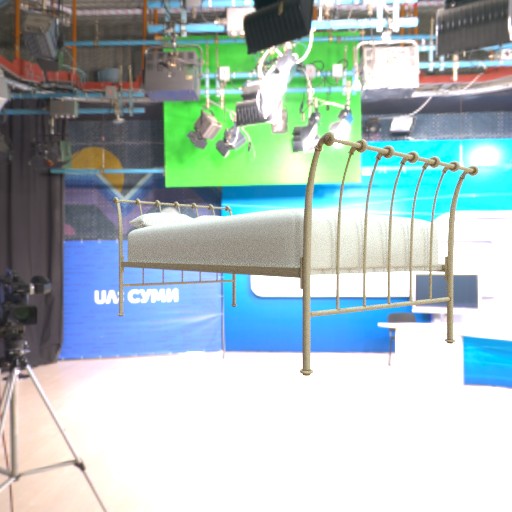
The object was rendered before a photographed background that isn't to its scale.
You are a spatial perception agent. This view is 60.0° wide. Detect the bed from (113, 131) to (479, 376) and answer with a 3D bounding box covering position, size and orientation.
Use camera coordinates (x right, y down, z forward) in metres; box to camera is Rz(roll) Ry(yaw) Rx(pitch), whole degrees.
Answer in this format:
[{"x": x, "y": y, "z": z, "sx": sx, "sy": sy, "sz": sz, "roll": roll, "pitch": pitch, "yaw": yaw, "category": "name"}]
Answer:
[{"x": 0.000, "y": 0.000, "z": 2.709, "sx": 1.032, "sy": 0.873, "sz": 2.228, "roll": 0, "pitch": 0, "yaw": -37, "category": "bed"}]
